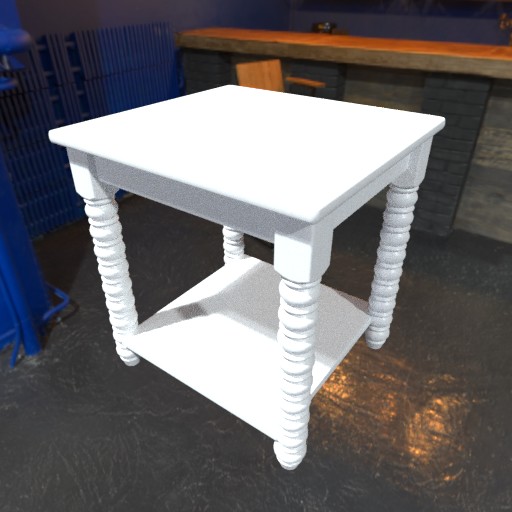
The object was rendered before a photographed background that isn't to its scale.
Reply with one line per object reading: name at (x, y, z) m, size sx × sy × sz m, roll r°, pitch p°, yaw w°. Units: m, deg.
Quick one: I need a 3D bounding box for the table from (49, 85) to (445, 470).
table at (0.000, 0.000, 0.949) m, size 0.533 × 0.563 × 0.500 m, roll 21°, pitch 38°, yaw 30°
